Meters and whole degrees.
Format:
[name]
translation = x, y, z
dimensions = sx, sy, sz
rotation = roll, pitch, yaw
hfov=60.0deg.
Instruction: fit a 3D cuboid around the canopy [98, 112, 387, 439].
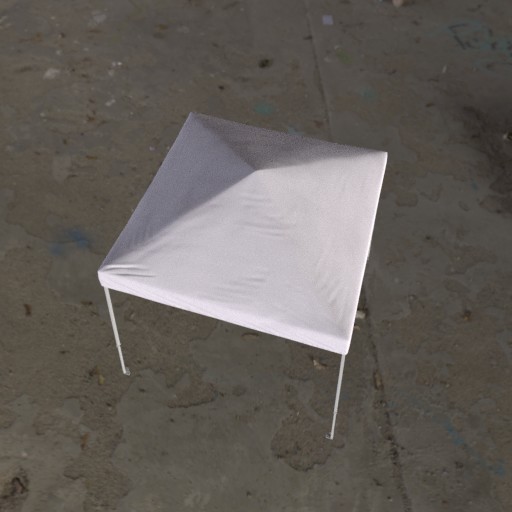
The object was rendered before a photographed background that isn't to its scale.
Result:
[canopy]
translation = 0.000, 0.000, 5.262
dimensions = 2.850, 2.850, 2.849
rotation = 14, 58, 9
